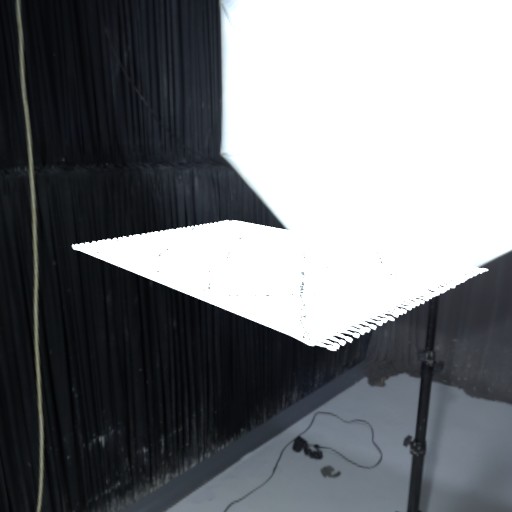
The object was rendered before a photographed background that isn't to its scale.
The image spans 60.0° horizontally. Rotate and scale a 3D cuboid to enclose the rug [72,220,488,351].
[{"bbox_3d":[0.000,0.000,2.848,1.494,0.031,2.307,-14,20,-42],"label":"rug"}]
